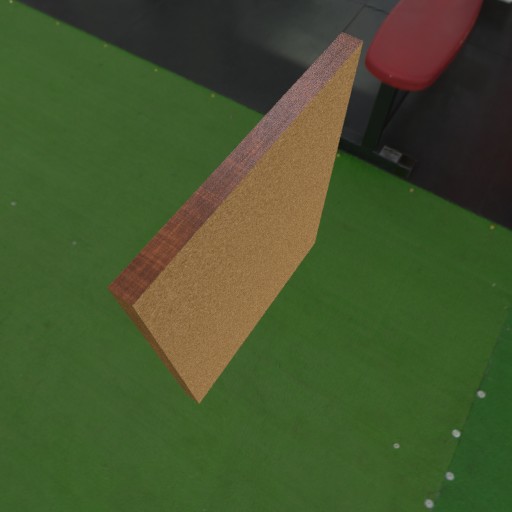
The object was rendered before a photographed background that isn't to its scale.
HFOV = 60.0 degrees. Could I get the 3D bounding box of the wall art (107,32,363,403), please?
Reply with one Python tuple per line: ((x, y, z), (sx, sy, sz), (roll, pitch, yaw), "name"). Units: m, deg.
((0.000, 0.000, 0.771), (0.033, 0.567, 0.467), (31, 67, 15), "wall art")
